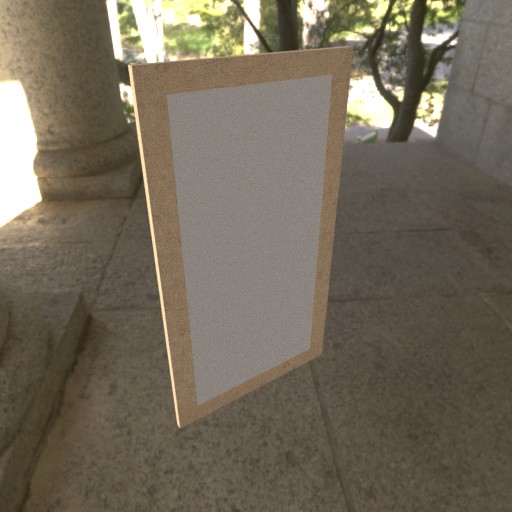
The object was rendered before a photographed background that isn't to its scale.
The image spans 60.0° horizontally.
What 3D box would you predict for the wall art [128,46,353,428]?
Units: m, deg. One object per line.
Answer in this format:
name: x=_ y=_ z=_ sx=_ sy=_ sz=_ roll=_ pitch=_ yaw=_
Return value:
wall art: x=0.000 y=0.000 z=0.820 sx=0.381 sy=0.683 sz=0.013 roll=-19 pitch=36 yaw=-29
